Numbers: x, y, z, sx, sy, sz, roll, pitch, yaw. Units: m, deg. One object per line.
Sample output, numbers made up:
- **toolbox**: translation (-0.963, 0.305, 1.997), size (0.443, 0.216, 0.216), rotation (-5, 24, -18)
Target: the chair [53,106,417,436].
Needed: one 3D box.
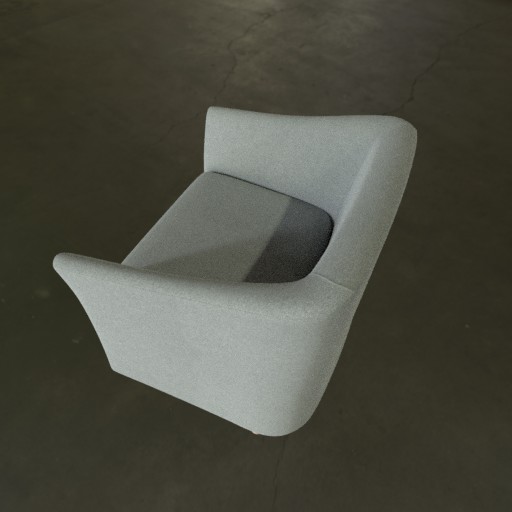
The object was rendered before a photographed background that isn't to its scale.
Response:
- **chair**: translation (0.000, 0.000, 1.319), size (0.700, 0.720, 0.790), rotation (18, 50, 16)
